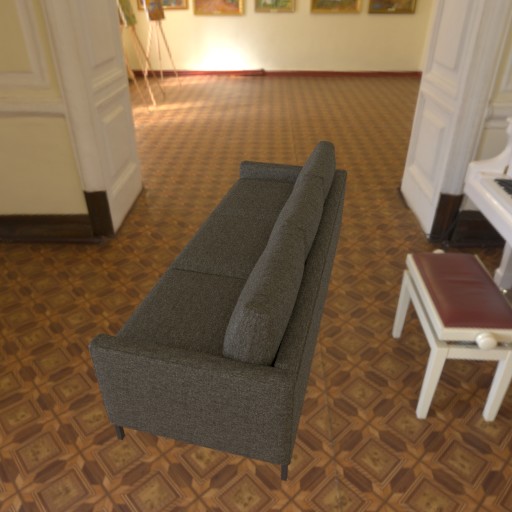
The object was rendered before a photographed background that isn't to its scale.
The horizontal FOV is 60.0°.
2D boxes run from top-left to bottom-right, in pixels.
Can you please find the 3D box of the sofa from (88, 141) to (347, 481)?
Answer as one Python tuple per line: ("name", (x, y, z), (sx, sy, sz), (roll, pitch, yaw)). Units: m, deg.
("sofa", (0.000, 0.000, 2.696), (0.876, 0.879, 2.253), (8, 33, 13))
